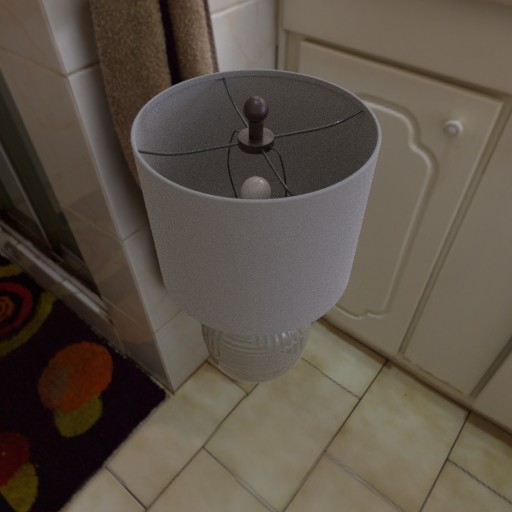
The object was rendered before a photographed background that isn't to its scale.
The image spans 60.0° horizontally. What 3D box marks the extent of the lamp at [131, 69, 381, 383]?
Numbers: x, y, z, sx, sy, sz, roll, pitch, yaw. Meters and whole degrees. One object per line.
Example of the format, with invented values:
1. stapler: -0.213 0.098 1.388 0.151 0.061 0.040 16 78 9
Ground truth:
1. lamp: 0.000 0.000 0.751 0.318 0.567 0.318 0 47 0
